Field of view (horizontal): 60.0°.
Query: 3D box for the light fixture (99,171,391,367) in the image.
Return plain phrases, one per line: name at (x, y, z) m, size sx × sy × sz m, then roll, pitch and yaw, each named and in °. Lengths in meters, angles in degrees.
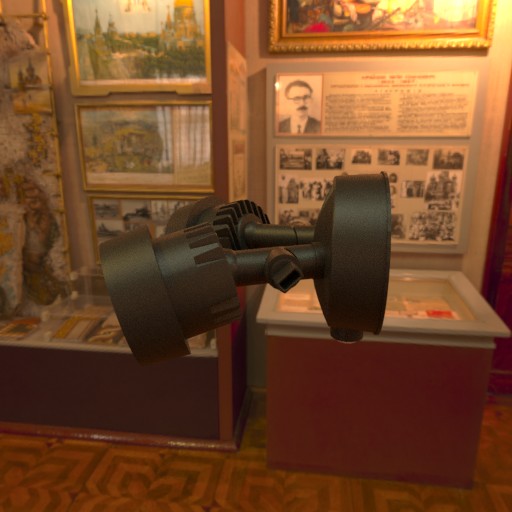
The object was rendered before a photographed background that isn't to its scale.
light fixture at (0.000, 0.000, 0.312) m, size 0.168 × 0.120 × 0.213 m, roll 3°, pitch 15°, yaw 9°
